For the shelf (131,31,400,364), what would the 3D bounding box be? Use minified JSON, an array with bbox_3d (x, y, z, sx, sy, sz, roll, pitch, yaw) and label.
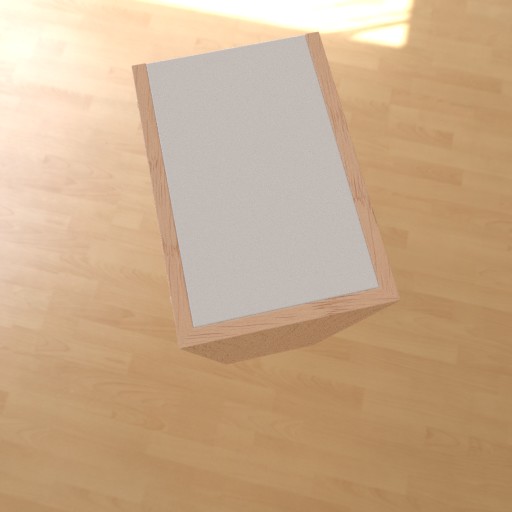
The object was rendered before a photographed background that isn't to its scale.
[{"bbox_3d":[0.000,0.000,0.710,0.200,0.600,0.290,-12,75,-3],"label":"shelf"}]
